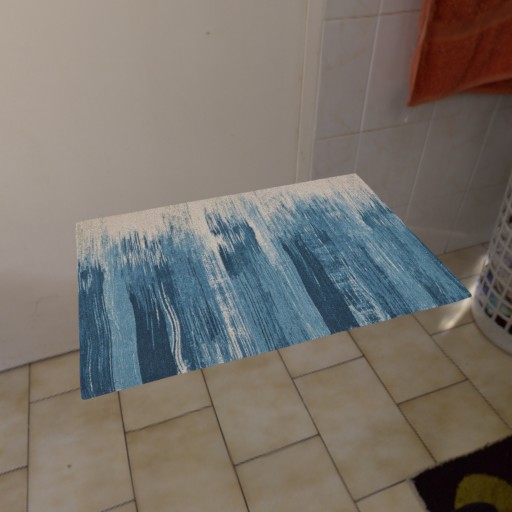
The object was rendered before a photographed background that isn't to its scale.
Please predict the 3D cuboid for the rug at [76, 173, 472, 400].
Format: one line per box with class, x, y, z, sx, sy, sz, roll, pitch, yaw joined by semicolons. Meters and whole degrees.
rug;0.000;0.000;2.380;1.836;0.009;1.232;-12;42;-14
